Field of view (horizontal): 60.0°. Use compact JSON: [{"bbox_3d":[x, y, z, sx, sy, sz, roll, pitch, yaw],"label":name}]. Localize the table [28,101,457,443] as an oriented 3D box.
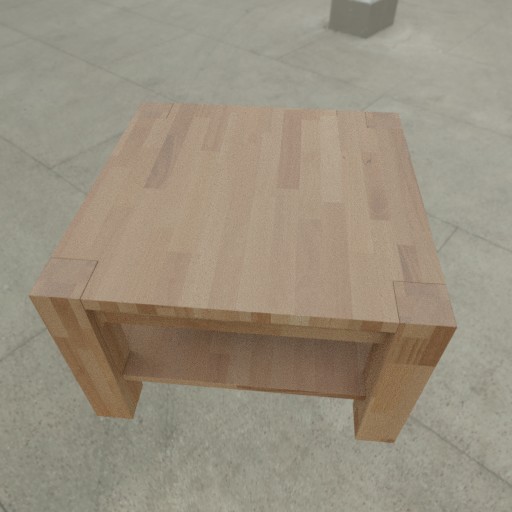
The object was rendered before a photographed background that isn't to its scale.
[{"bbox_3d":[0.000,0.000,1.123,0.700,0.451,0.700,4,45,4],"label":"table"}]
